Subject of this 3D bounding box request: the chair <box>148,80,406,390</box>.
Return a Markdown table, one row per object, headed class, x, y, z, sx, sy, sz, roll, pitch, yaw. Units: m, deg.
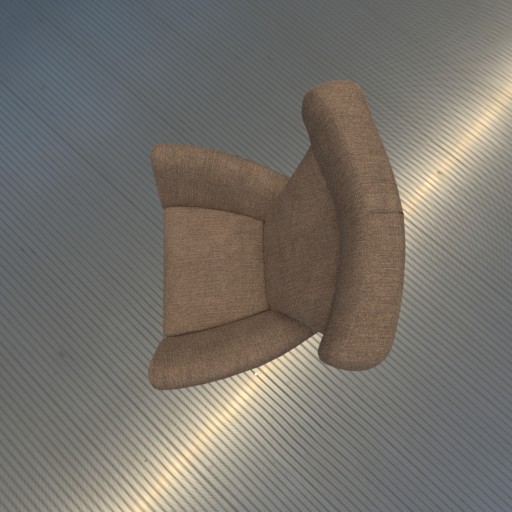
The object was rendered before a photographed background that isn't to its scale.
| class | x | y | z | sx | sy | sz | roll | pitch | yaw |
| --- | --- | --- | --- | --- | --- | --- | --- | --- | --- |
| chair | 0.000 | 0.000 | 1.751 | 0.900 | 1.040 | 0.980 | -3 | 75 | -1 |
